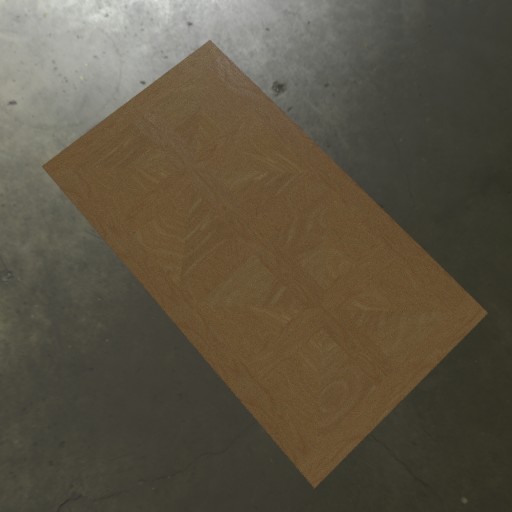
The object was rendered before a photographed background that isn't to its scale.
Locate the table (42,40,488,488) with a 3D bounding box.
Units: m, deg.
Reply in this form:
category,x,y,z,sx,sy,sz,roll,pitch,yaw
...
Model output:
category,x,y,z,sx,sy,sz,roll,pitch,yaw
table,0.000,0.000,1.614,0.711,0.507,1.270,-41,80,-9
